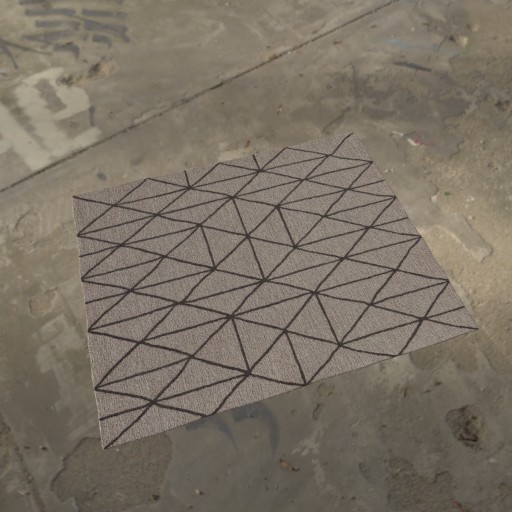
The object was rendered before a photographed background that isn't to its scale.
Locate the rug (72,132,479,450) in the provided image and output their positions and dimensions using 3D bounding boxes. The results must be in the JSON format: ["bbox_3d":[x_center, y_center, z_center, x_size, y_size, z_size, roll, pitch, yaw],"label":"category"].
[{"bbox_3d":[0.000,0.000,3.989,3.061,0.022,2.468,-15,58,-9],"label":"rug"}]
